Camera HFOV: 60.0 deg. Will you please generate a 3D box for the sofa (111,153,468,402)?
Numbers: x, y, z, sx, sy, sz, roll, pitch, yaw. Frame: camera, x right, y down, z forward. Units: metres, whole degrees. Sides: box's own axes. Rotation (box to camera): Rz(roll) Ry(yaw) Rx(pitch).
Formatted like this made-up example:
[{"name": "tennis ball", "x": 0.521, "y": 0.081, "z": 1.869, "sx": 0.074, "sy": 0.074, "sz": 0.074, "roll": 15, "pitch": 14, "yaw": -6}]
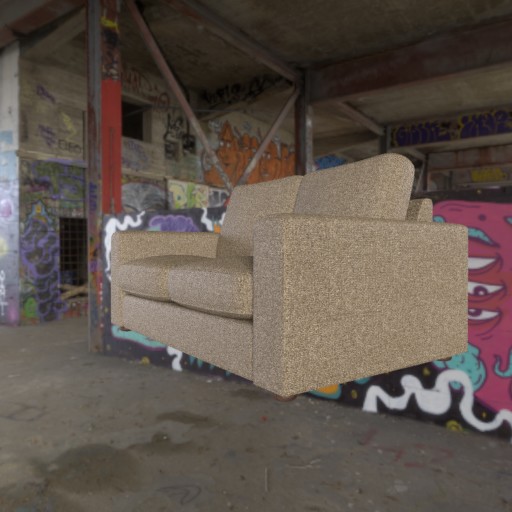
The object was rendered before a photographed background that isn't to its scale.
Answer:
[{"name": "sofa", "x": 0.000, "y": 0.000, "z": 2.189, "sx": 1.016, "sy": 0.873, "sz": 1.616, "roll": -1, "pitch": 1, "yaw": -35}]
